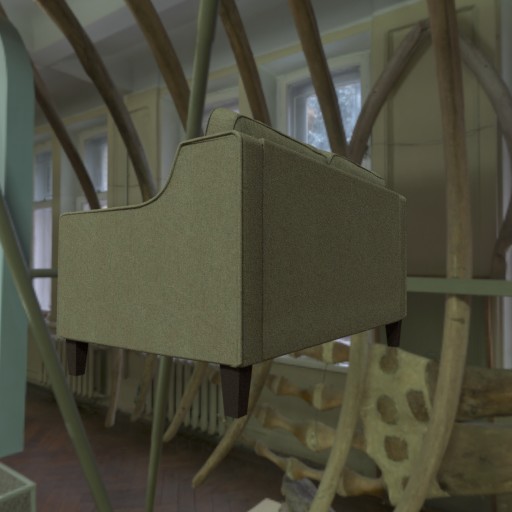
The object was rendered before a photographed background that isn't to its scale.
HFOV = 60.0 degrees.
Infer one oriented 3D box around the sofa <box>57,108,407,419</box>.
[{"bbox_3d":[0.000,0.000,2.141,0.985,0.981,1.503,-1,-2,36],"label":"sofa"}]
